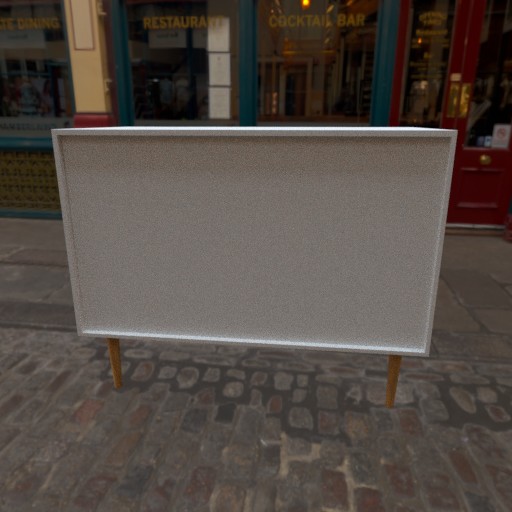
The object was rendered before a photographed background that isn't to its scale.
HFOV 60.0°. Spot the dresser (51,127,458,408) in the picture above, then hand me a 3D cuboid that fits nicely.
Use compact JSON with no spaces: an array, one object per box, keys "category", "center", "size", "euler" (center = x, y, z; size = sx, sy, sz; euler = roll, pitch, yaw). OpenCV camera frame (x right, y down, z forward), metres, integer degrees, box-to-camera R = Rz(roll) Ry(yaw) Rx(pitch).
[{"category":"dresser","center":[0.000,0.000,1.301],"size":[0.905,0.721,0.457],"euler":[2,17,7]}]
